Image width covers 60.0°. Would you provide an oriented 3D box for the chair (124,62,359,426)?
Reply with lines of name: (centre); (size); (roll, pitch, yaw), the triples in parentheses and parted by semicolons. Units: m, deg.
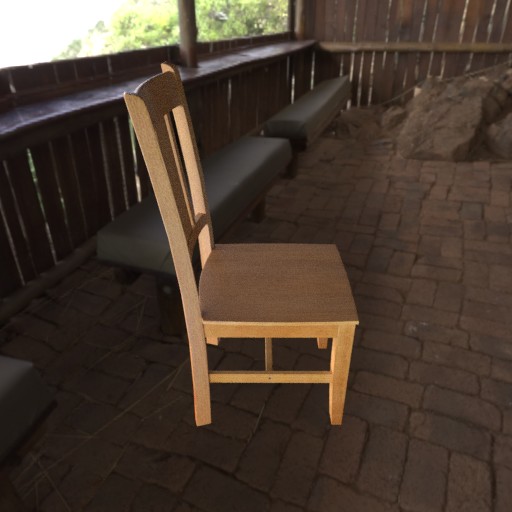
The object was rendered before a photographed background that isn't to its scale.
chair: (0.000, 0.000, 1.304); (0.556, 0.998, 0.450); (0, 31, 0)
